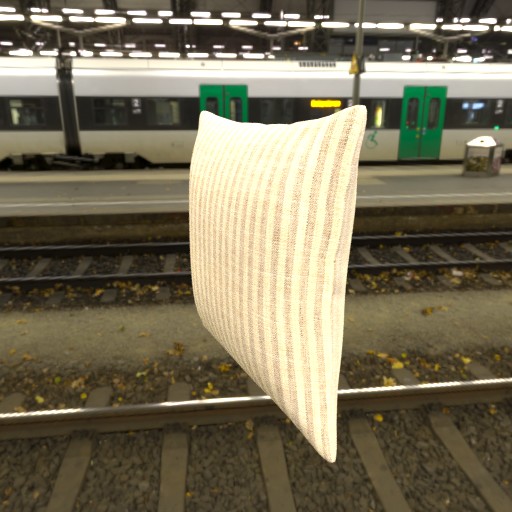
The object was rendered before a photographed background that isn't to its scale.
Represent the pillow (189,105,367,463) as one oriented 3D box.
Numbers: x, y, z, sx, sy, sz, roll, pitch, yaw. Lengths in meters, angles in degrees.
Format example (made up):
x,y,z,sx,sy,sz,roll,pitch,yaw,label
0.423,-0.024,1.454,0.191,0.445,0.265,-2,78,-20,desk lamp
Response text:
x,y,z,sx,sy,sz,roll,pitch,yaw,label
0.000,0.000,0.809,0.166,0.510,0.523,-9,20,-26,pillow
